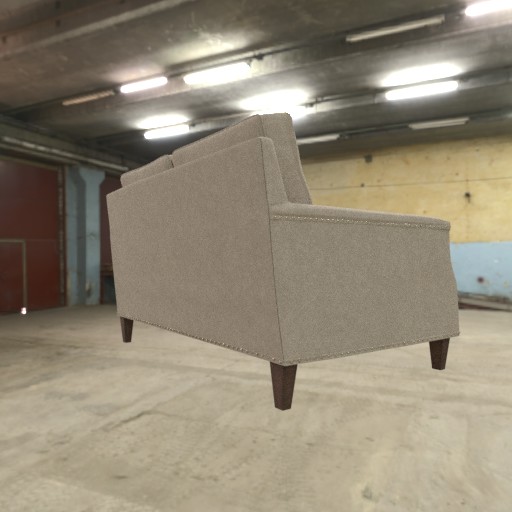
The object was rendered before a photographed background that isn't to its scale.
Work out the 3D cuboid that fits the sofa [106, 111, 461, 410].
[{"bbox_3d":[0.000,0.000,2.259,1.084,1.002,1.597,0,-1,-36],"label":"sofa"}]
